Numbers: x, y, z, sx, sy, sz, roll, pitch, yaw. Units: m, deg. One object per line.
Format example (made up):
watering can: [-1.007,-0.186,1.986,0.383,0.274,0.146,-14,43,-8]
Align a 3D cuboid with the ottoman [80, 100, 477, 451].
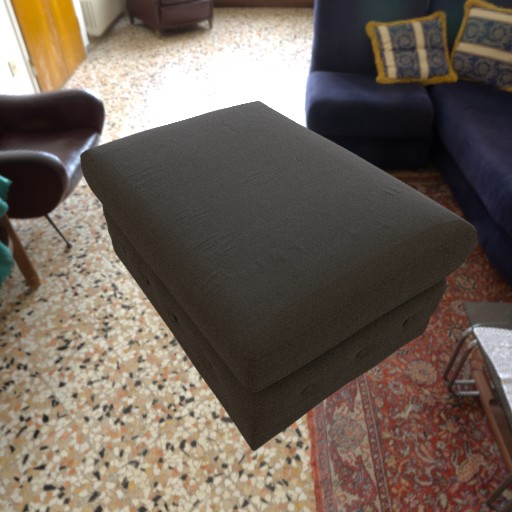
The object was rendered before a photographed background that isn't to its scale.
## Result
ottoman: [0.000,0.000,1.127,0.569,0.500,0.771,-25,48,-25]
